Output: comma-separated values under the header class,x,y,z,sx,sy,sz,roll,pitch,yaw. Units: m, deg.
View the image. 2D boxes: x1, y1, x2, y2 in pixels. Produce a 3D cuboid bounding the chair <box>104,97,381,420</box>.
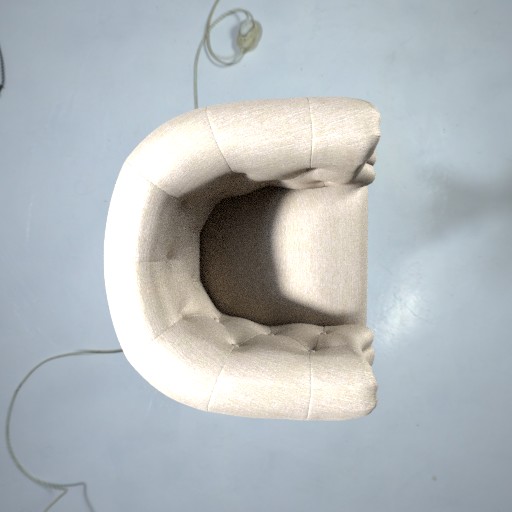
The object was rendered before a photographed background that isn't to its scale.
class,x,y,z,sx,sy,sz,roll,pitch,yaw
chair,0.000,0.000,1.565,0.852,0.827,0.905,0,92,0
